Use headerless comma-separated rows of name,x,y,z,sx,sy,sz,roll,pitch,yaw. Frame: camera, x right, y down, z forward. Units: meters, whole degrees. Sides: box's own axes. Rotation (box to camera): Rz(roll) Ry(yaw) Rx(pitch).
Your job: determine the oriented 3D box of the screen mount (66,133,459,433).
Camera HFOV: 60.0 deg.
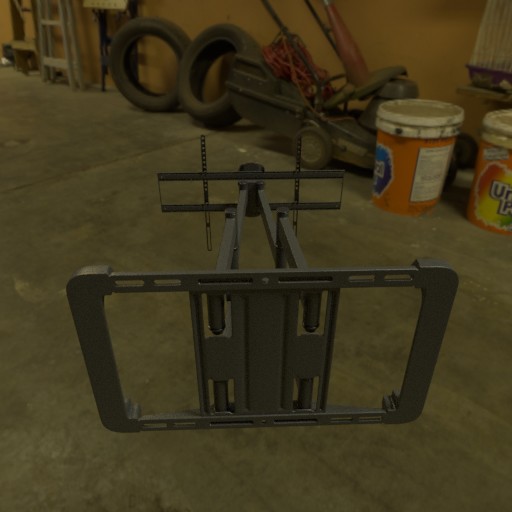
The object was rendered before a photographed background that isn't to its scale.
screen mount,0.000,0.000,1.307,0.725,0.483,0.905,-1,31,-2
